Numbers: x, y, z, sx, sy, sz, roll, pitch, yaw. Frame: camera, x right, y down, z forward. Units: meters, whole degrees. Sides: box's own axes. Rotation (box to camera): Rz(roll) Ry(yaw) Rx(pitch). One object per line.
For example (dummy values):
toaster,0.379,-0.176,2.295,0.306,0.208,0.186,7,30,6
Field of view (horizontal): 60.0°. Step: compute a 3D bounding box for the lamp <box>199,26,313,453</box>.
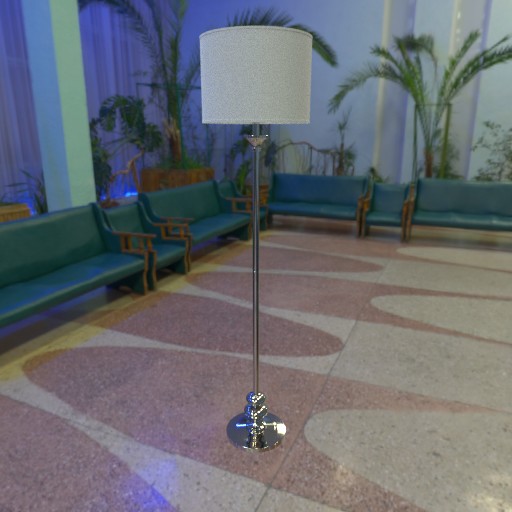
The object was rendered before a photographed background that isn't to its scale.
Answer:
lamp,0.000,0.000,1.601,0.356,1.487,0.356,8,18,26
